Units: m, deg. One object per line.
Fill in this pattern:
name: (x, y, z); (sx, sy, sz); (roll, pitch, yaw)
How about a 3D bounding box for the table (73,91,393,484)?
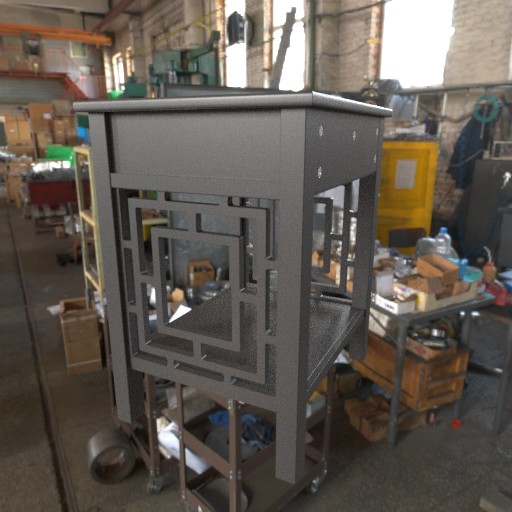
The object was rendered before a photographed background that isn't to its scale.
table: (0.000, 0.000, 1.005); (0.451, 0.646, 0.564); (8, 17, 26)
